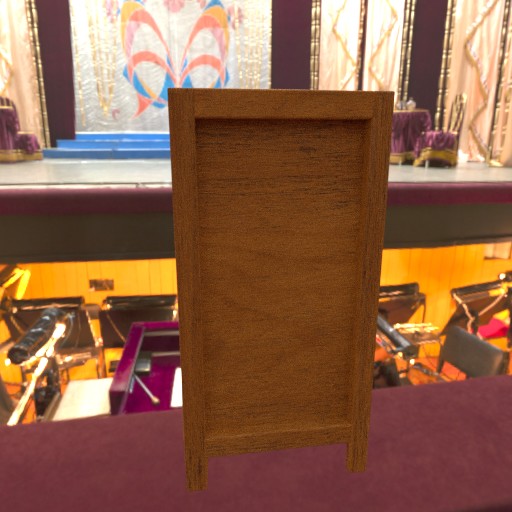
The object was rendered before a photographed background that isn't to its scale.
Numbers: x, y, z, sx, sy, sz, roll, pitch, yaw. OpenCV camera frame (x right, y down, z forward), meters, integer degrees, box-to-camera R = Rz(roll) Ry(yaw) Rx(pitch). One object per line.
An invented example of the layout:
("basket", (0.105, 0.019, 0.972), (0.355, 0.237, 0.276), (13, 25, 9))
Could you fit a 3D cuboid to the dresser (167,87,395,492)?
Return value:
("dresser", (0.000, 0.000, 1.245), (0.427, 0.804, 0.804), (-2, 15, -9))
